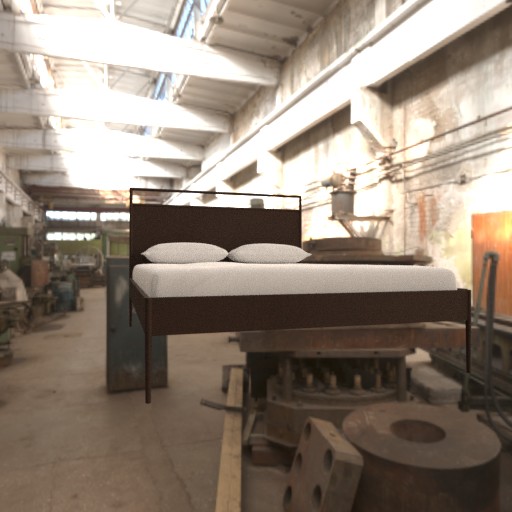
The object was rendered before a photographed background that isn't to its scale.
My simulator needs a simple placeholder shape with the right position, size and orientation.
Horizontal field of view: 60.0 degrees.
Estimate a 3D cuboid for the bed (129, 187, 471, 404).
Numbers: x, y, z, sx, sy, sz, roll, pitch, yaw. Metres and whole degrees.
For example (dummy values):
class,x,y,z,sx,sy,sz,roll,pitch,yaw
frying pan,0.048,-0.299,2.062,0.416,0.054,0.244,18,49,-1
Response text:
class,x,y,z,sx,sy,sz,roll,pitch,yaw
bed,0.000,0.000,2.967,1.572,1.173,2.122,0,-1,-18
